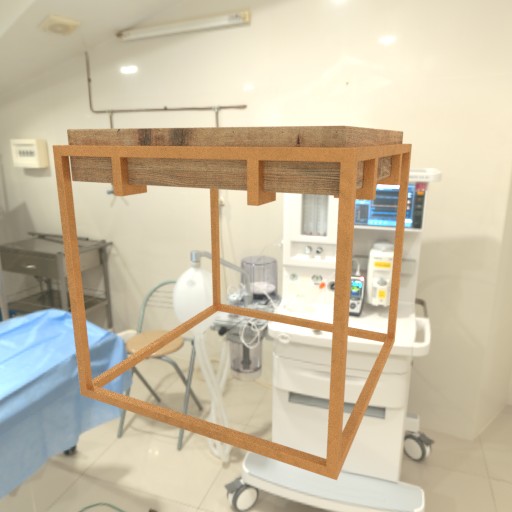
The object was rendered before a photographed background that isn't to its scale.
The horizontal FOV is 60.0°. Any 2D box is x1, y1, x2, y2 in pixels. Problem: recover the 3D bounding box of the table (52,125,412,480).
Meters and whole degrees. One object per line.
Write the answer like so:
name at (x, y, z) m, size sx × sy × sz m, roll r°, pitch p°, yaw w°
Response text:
table at (0.000, 0.000, 1.072) m, size 0.599 × 0.584 × 0.599 m, roll 7°, pitch 16°, yaw 25°
